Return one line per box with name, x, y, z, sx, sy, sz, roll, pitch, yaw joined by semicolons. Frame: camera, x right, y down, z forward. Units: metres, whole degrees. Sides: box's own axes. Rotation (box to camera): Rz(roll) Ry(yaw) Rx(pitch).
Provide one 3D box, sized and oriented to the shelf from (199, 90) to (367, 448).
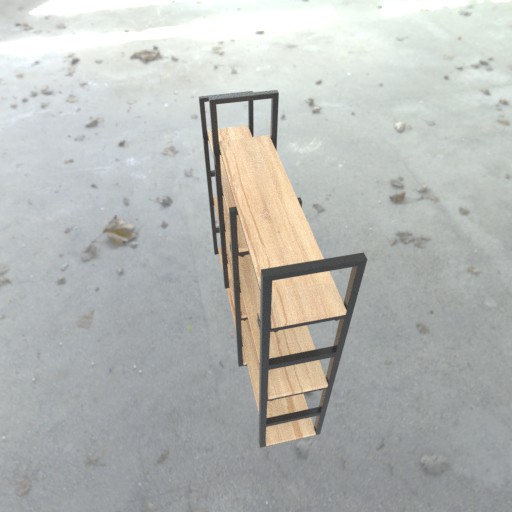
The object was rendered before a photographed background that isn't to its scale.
shelf;0.000;0.000;1.389;0.183;0.921;0.946;-9;48;-8
